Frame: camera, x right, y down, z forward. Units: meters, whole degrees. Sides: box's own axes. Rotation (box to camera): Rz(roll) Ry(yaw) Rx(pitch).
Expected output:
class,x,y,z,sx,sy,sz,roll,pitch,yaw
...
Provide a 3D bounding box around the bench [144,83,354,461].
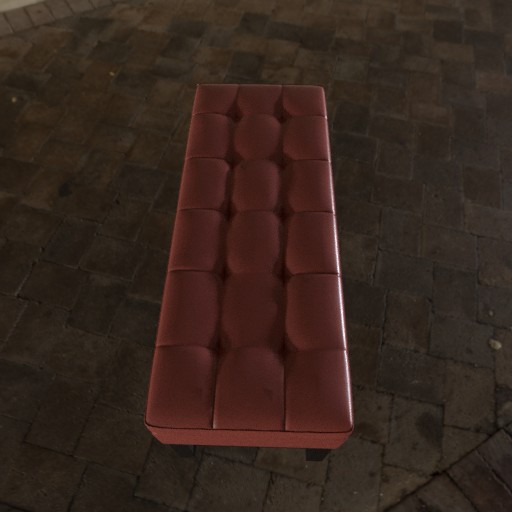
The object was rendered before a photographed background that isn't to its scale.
class,x,y,z,sx,sy,sz,roll,pitch,yaw
bench,0.000,0.000,1.355,0.432,0.460,1.105,1,57,1
